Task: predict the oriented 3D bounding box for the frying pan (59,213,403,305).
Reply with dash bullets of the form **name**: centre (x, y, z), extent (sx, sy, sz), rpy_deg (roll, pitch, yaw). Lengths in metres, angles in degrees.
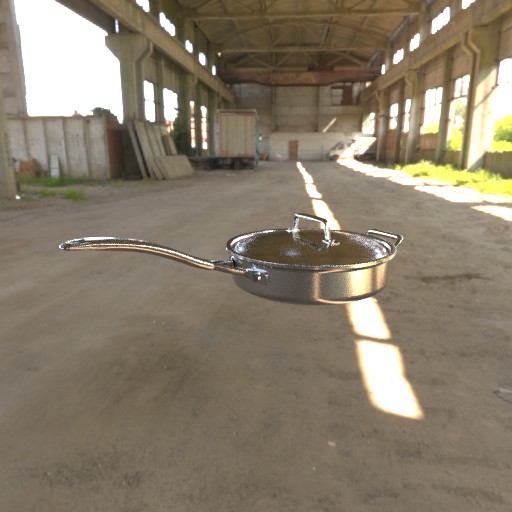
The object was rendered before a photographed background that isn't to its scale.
- **frying pan**: centre (0.000, 0.000, 0.694), extent (0.561, 0.114, 0.280), rpy_deg (-8, 16, -28)
